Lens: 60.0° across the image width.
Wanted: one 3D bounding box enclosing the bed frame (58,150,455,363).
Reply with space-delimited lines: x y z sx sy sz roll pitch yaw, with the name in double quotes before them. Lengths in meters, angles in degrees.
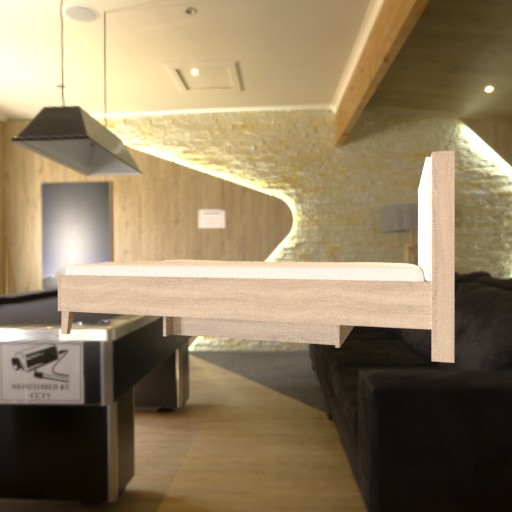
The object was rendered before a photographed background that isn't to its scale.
"bed frame" 0.000 0.000 2.726 2.140 0.920 0.990 0 0 18
